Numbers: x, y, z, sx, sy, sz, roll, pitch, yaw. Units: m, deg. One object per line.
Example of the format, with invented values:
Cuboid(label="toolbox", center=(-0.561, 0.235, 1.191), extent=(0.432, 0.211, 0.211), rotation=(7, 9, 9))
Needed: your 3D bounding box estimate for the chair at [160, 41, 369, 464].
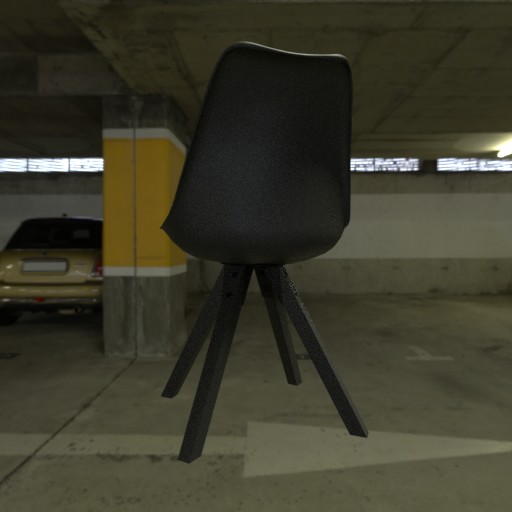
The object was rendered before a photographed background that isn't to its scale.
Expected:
Cuboid(label="chair", center=(0.000, 0.000, 1.153), extent=(0.485, 0.850, 0.550), rotation=(0, 2, -17))
